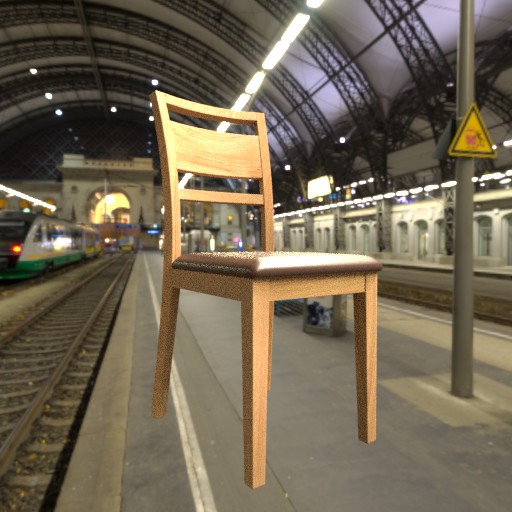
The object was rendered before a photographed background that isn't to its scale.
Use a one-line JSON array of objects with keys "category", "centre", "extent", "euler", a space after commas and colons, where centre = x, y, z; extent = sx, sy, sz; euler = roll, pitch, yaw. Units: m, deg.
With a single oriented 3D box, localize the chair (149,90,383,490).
[{"category": "chair", "centre": [0.000, 0.000, 1.210], "extent": [0.420, 0.940, 0.545], "euler": [-1, 2, -36]}]
